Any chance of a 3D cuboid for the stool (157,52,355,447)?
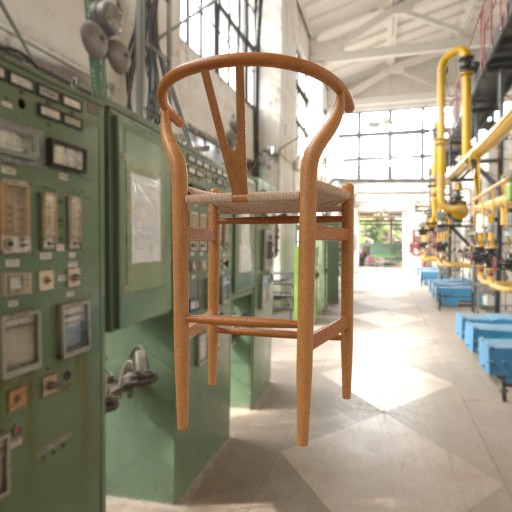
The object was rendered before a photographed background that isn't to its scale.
[{"bbox_3d":[0.000,0.000,1.328,0.569,0.970,0.579,0,1,17],"label":"stool"}]
